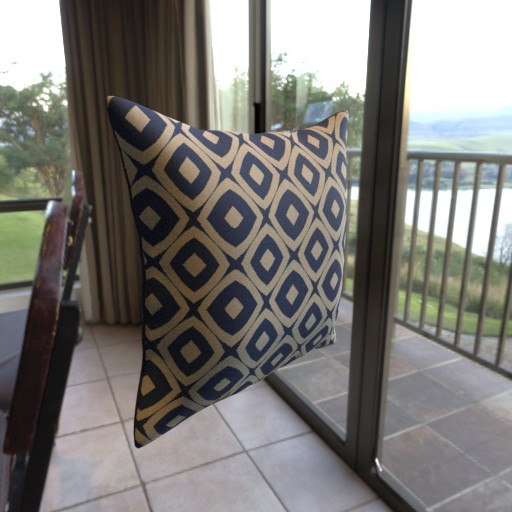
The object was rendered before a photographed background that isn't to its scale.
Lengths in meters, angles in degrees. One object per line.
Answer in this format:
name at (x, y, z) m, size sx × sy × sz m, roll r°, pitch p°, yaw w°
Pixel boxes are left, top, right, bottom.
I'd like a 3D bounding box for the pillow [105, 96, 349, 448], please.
pillow at (0.000, 0.000, 0.762) m, size 0.504 × 0.494 × 0.188 m, roll -14°, pitch 21°, yaw -43°
